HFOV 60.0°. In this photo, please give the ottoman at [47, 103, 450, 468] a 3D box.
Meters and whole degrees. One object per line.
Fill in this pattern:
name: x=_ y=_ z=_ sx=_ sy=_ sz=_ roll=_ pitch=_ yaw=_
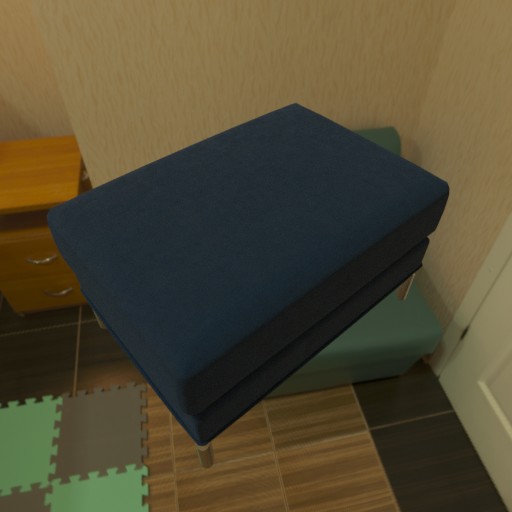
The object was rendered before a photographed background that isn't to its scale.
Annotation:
ottoman: x=0.000 y=0.000 z=1.217 sx=0.835 sy=0.498 sz=0.587 roll=-32 pitch=54 yaw=-27
